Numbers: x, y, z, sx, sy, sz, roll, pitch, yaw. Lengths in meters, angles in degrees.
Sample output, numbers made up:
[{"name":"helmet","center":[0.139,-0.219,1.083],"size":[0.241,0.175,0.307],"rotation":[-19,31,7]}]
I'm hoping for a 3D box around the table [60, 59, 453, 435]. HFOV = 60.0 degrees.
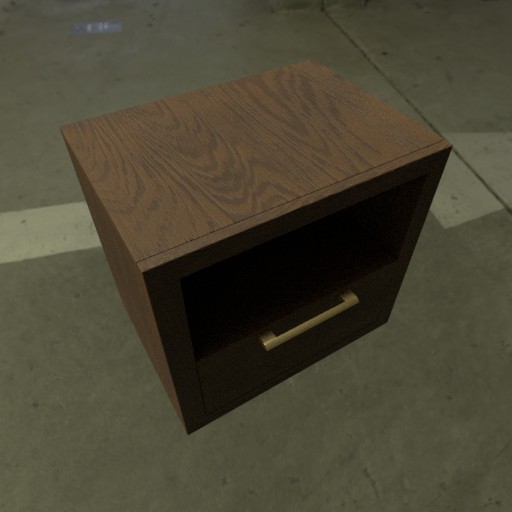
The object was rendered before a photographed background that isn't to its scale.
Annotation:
[{"name":"table","center":[0.000,0.000,0.976],"size":[0.560,0.585,0.439],"rotation":[-24,51,-21]}]
